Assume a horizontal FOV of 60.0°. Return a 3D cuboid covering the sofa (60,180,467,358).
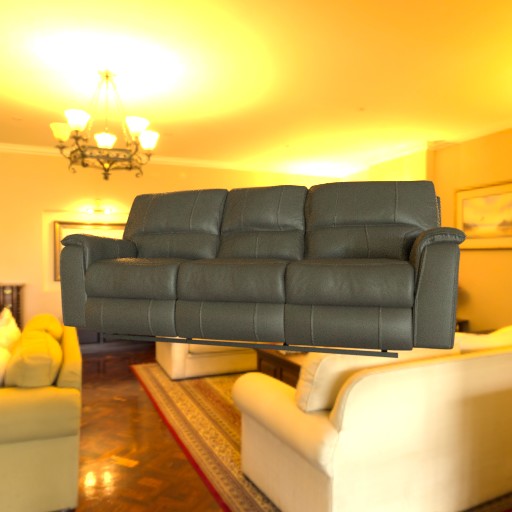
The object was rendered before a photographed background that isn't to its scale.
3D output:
[{"bbox_3d":[0.000,0.000,3.156,2.627,1.134,1.104,0,0,18],"label":"sofa"}]
